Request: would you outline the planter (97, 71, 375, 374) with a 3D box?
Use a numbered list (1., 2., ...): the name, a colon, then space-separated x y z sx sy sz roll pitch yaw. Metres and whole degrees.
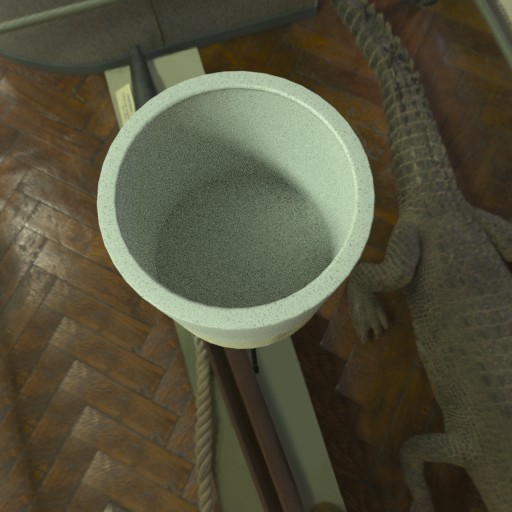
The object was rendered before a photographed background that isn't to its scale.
1. planter: 0.000 0.000 0.545 0.263 0.362 0.267 -17 76 -5
